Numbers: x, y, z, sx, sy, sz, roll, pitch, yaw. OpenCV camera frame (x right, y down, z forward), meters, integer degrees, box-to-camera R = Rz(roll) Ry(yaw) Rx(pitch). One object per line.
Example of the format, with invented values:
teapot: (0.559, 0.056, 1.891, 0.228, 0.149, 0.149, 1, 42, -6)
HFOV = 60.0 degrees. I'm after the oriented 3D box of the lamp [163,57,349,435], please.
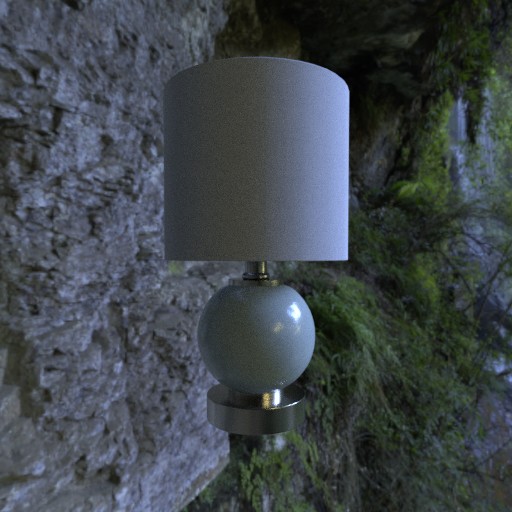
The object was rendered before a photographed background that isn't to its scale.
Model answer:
lamp: (0.000, 0.000, 0.490, 0.201, 0.353, 0.201, 0, 0, 20)
